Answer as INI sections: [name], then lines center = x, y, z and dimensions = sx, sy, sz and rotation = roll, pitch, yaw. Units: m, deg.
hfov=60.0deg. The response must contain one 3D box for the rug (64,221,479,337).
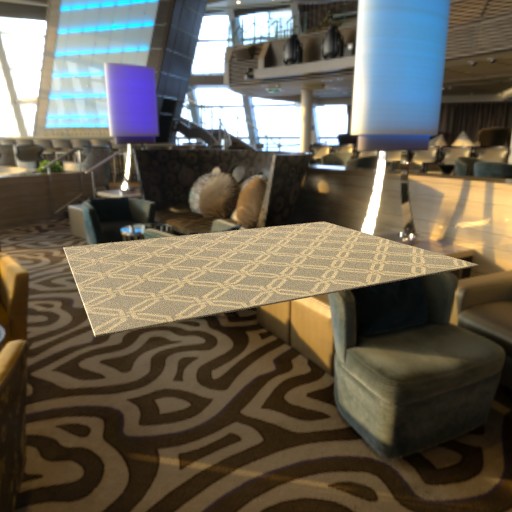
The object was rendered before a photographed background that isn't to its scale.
[rug]
center = 0.000, 0.000, 4.391
dimensions = 3.353, 0.013, 2.438
rotation = -7, 17, -26
